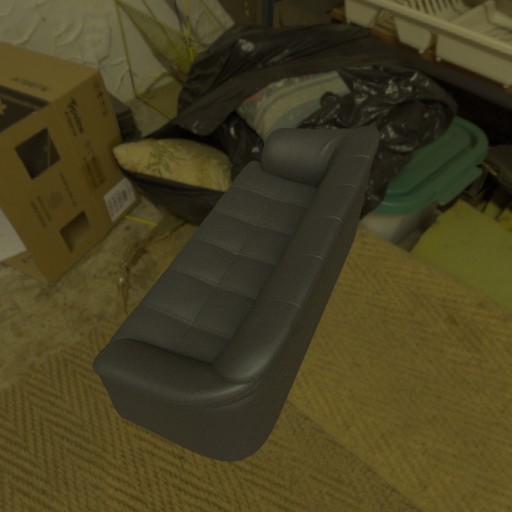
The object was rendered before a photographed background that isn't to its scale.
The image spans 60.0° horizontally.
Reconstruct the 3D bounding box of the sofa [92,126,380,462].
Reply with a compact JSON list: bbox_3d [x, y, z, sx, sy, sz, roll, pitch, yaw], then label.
[{"bbox_3d":[0.000,0.000,2.237,0.800,0.811,1.829,19,50,16],"label":"sofa"}]
